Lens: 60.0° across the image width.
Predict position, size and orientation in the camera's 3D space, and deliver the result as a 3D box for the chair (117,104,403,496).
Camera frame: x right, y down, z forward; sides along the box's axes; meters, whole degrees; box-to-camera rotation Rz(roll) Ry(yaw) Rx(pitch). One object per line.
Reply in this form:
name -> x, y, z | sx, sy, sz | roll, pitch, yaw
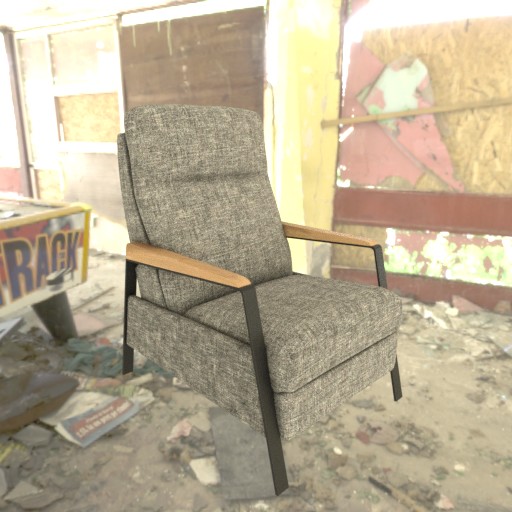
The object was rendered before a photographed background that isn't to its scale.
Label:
chair -> 0.000, 0.000, 1.579 | 0.671, 1.042, 0.868 | -15, 21, -42
